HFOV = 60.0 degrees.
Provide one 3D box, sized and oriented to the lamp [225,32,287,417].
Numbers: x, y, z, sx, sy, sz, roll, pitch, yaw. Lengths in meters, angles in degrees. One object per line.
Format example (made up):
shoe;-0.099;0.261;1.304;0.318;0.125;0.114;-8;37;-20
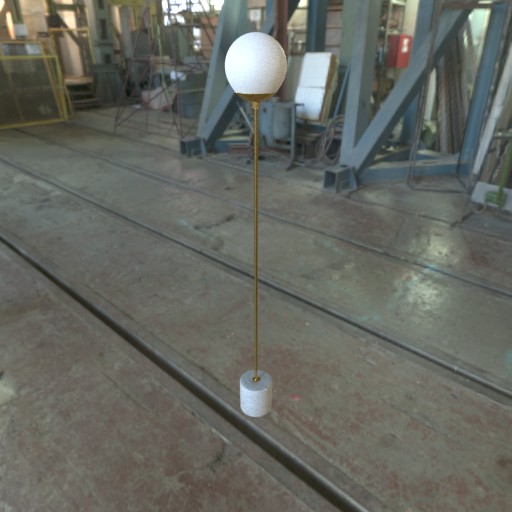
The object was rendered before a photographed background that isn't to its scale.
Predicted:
lamp;0.000;0.000;1.943;0.224;1.753;0.224;-1;26;-1
